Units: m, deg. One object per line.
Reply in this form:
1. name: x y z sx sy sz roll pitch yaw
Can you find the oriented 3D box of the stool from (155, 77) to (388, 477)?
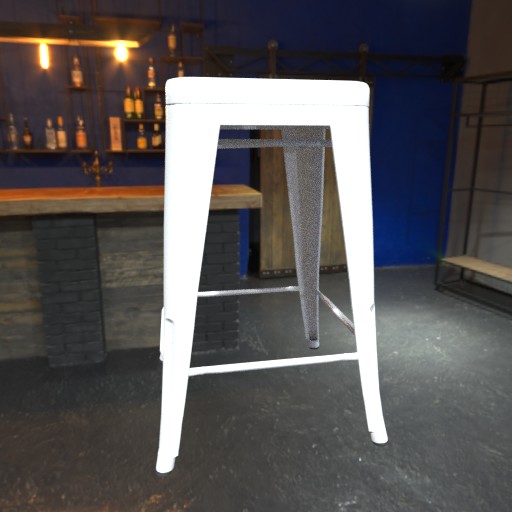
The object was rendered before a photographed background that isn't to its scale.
1. stool: 0.000 0.000 0.860 0.406 0.610 0.406 -3 15 -10
